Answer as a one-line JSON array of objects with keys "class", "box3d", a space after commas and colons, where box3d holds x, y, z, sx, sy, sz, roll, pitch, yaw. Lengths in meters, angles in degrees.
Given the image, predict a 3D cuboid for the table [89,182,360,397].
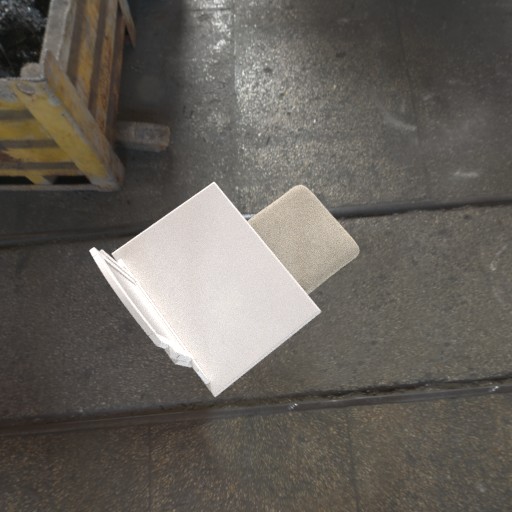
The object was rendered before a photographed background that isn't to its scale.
[{"class": "table", "box3d": [0.000, 0.000, 2.325, 1.211, 1.631, 0.876, -37, 77, -10]}]
